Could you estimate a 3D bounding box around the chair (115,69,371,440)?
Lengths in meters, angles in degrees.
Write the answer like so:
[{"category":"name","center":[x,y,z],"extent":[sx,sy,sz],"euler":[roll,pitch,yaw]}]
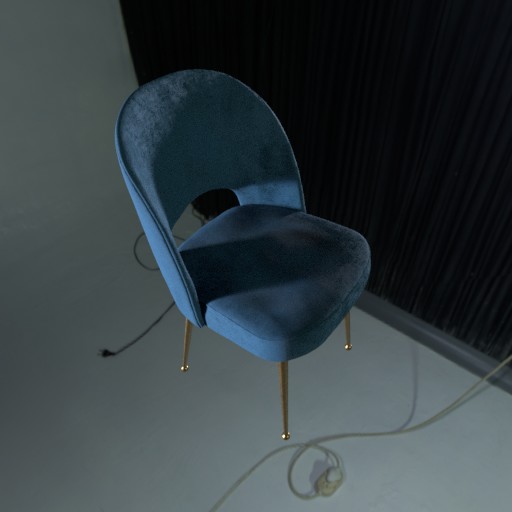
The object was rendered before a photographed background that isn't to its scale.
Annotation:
[{"category":"chair","center":[0.000,0.000,1.230],"extent":[0.577,0.860,0.527],"euler":[25,47,26]}]
